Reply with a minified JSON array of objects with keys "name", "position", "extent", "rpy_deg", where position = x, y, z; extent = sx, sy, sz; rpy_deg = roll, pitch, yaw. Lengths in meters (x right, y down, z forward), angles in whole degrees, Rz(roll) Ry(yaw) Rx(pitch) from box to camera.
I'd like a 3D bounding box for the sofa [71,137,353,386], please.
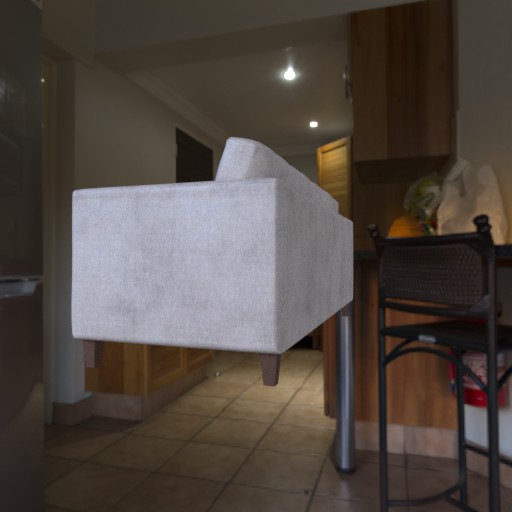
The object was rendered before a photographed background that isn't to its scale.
[{"name":"sofa","position":[0.000,0.000,2.754],"extent":[0.951,0.965,2.208],"rpy_deg":[0,0,19]}]
